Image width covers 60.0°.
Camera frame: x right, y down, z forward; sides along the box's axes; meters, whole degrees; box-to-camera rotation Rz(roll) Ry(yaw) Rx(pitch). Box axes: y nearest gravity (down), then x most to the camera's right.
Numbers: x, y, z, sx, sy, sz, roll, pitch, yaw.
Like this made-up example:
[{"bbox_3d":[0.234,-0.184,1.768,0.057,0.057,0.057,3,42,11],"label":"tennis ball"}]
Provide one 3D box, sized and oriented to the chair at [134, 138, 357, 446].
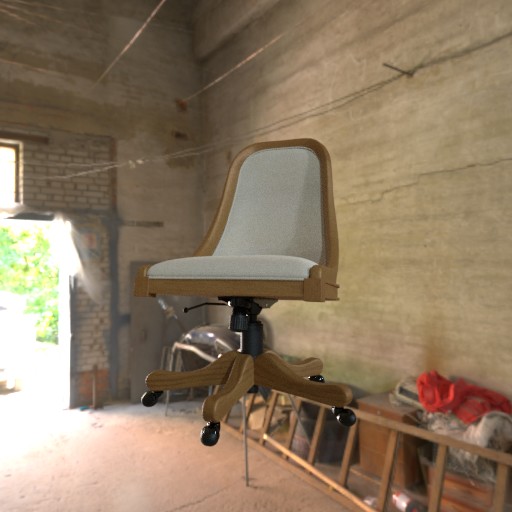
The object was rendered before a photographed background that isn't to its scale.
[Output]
[{"bbox_3d":[0.000,0.000,1.532,0.702,1.009,0.811,0,-1,19],"label":"chair"}]
